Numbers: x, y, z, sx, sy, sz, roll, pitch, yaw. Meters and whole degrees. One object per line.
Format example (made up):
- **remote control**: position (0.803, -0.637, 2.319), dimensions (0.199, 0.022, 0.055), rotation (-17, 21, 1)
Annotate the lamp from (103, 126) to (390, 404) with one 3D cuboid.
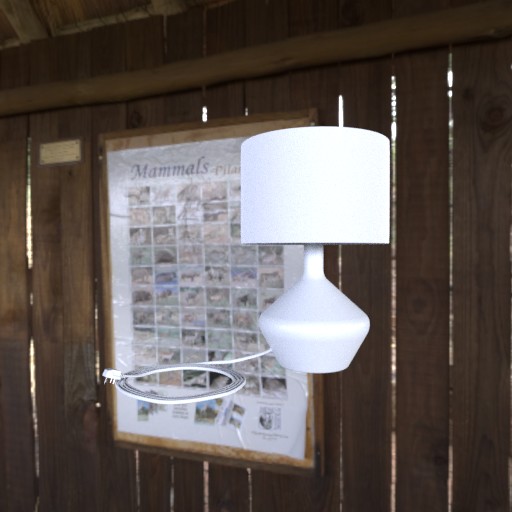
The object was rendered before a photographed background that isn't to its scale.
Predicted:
- **lamp**: position (0.000, 0.000, 0.884), dimensions (0.546, 0.457, 0.401), rotation (0, 1, 0)
